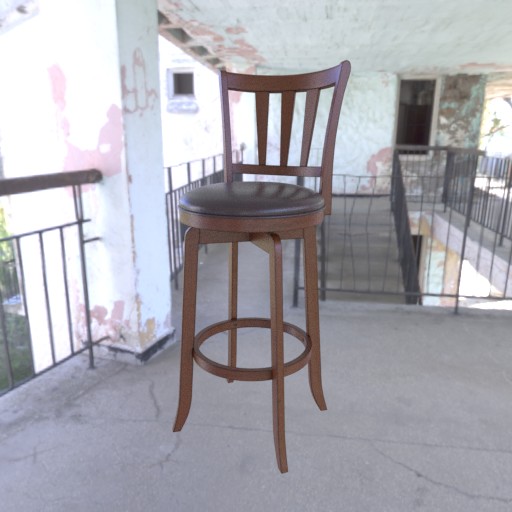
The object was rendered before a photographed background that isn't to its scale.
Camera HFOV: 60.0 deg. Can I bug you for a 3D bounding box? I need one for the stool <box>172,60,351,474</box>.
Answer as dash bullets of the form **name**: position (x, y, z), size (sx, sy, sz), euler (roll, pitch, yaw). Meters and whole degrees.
- **stool**: position (0.000, 0.000, 1.428), size (0.464, 1.177, 0.503), euler (8, 17, 27)
